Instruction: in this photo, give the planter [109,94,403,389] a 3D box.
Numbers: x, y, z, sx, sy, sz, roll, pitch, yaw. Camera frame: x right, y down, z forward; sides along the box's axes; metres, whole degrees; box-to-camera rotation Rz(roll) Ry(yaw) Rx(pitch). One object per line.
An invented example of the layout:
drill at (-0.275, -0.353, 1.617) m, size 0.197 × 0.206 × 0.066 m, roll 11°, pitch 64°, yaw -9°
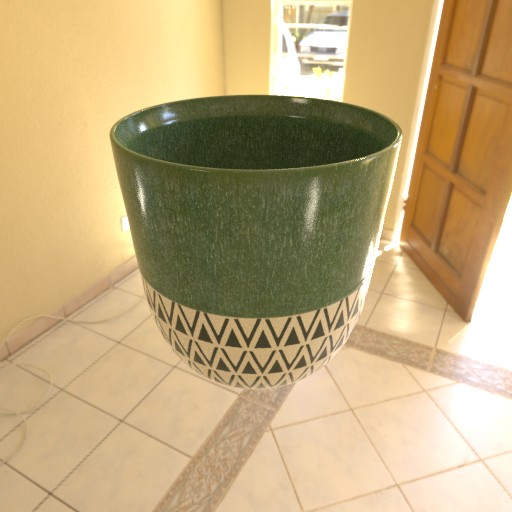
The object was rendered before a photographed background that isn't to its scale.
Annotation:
planter at (0.000, 0.000, 0.360) m, size 0.195 × 0.214 × 0.195 m, roll 0°, pitch 31°, yaw 0°
